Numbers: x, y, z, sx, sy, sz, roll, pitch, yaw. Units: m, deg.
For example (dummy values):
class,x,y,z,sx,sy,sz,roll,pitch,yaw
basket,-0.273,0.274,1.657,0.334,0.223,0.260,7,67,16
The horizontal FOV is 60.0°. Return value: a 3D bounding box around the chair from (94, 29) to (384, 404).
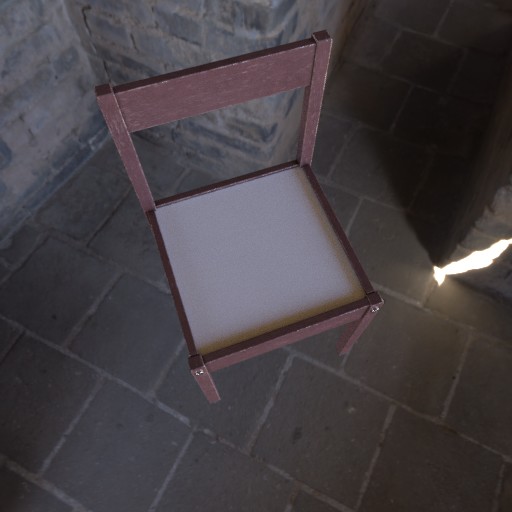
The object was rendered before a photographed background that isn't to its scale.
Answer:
class,x,y,z,sx,sy,sz,roll,pitch,yaw
chair,0.000,0.000,0.680,0.285,0.505,0.285,-18,65,-9
